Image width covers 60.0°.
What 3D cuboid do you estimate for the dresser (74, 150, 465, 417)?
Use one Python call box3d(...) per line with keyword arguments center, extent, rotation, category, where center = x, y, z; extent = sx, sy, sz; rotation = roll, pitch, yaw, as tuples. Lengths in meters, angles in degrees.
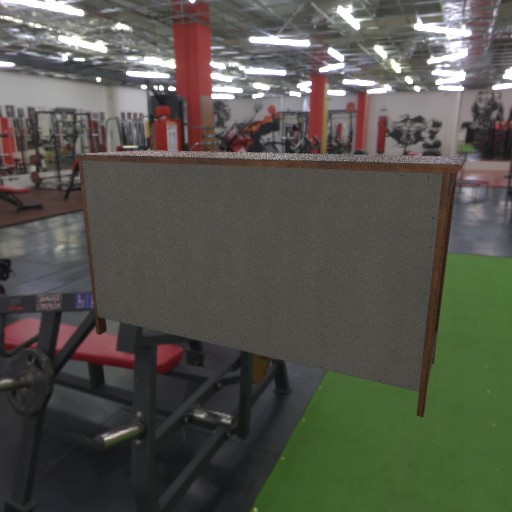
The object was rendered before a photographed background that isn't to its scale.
box3d(center=(0.000, 0.000, 1.925), extent=(1.551, 0.856, 0.463), rotation=(7, 17, 25), category="dresser")
